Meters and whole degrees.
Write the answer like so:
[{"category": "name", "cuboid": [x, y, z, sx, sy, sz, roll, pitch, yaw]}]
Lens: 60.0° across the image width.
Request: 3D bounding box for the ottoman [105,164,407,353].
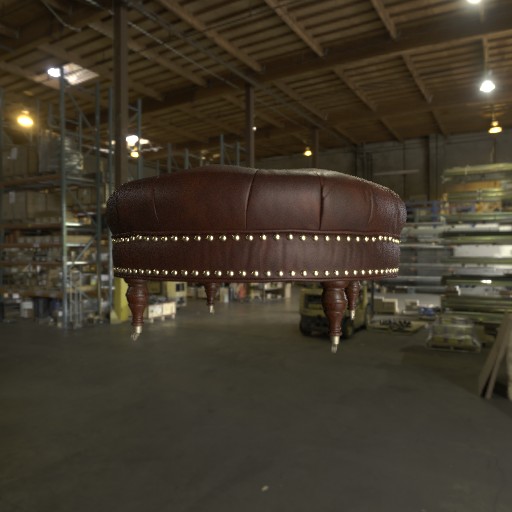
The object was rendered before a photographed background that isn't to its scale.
[{"category": "ottoman", "cuboid": [0.000, 0.000, 1.382, 0.901, 0.455, 0.901, 0, 0, 0]}]
